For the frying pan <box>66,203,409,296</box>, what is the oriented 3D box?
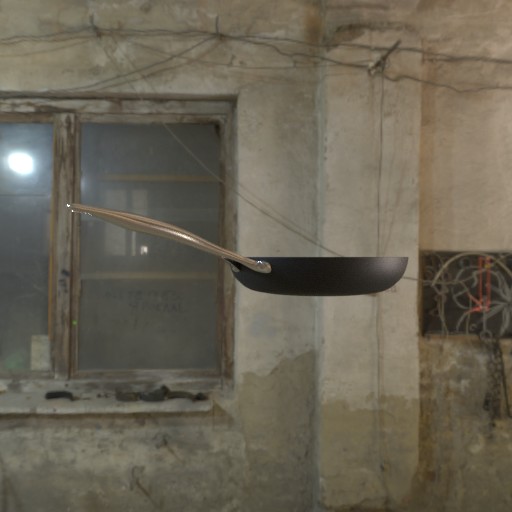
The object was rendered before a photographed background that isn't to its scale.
[{"bbox_3d":[0.000,0.000,0.583,0.472,0.105,0.255,0,0,-36],"label":"frying pan"}]
